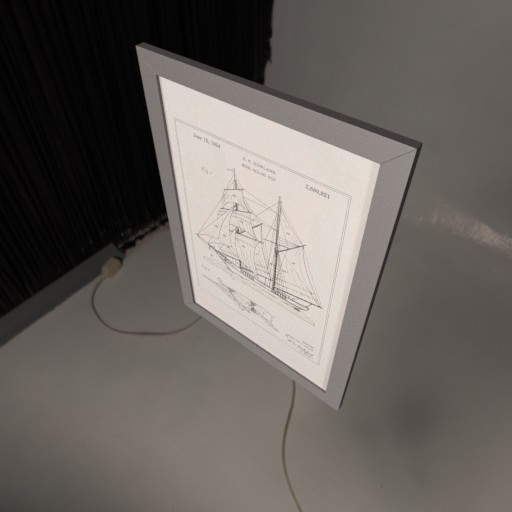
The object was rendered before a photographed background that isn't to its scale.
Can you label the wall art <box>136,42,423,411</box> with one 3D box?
[{"bbox_3d":[0.000,0.000,0.675,0.380,0.534,0.013,30,53,26],"label":"wall art"}]
